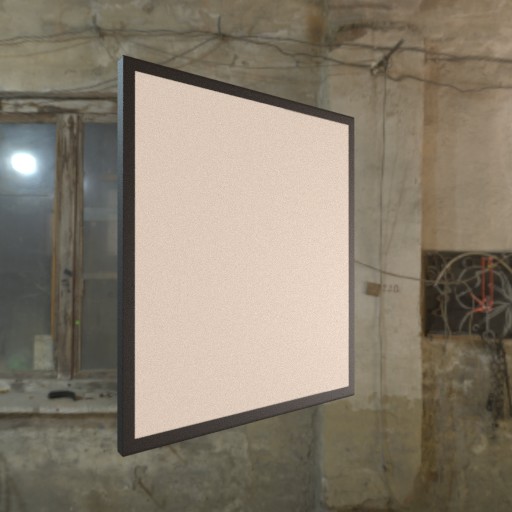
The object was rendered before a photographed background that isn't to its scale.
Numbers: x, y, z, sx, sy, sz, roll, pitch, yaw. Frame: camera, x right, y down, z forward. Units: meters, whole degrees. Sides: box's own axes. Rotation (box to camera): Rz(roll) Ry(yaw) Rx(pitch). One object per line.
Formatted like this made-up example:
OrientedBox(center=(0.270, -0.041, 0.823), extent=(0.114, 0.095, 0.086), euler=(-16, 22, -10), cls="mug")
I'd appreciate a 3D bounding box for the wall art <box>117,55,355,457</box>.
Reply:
OrientedBox(center=(0.000, 0.000, 0.695), extent=(0.430, 0.509, 0.021), euler=(0, 0, -36), cls="wall art")
